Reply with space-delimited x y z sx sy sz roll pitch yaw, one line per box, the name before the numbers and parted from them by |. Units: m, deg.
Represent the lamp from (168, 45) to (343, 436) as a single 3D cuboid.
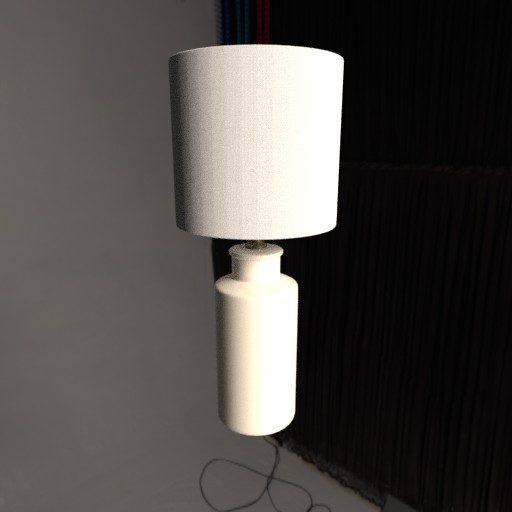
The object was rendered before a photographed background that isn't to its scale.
lamp | 0.000 0.000 0.608 0.212 0.493 0.212 14 20 42
